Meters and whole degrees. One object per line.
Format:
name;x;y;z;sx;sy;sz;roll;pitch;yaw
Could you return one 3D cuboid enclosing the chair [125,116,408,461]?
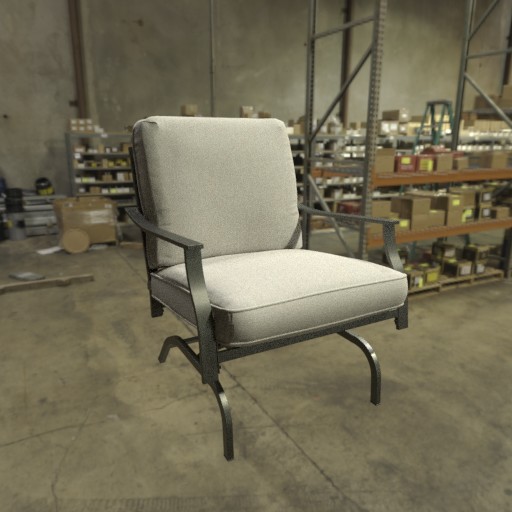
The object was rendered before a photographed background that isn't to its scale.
chair;0.000;0.000;1.406;0.650;0.860;0.787;-8;17;-28
